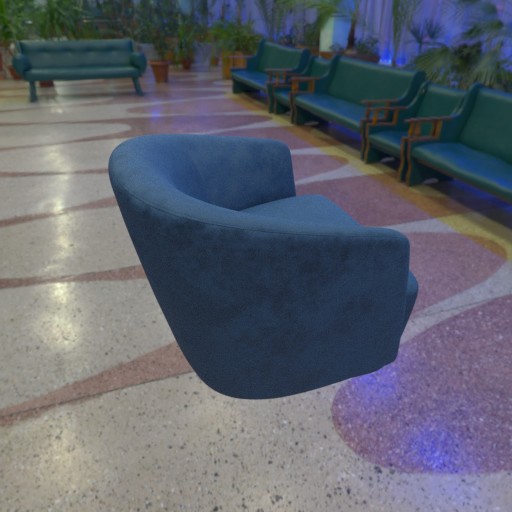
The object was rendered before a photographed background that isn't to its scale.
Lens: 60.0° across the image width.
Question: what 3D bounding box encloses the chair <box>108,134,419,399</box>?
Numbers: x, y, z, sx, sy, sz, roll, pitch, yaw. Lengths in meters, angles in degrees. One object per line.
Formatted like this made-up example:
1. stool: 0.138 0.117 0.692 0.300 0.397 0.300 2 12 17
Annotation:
1. chair: 0.000 0.000 1.358 0.767 0.698 0.773 -10 32 -16
